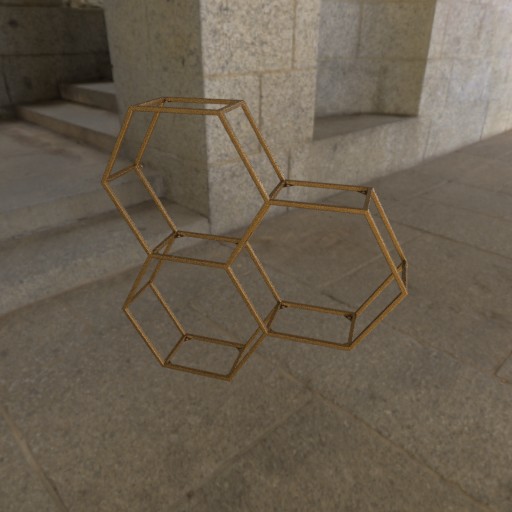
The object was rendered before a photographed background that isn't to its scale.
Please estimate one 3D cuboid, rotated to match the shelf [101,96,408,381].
[{"bbox_3d":[0.000,0.000,1.081,0.708,0.701,0.150,8,28,15],"label":"shelf"}]
